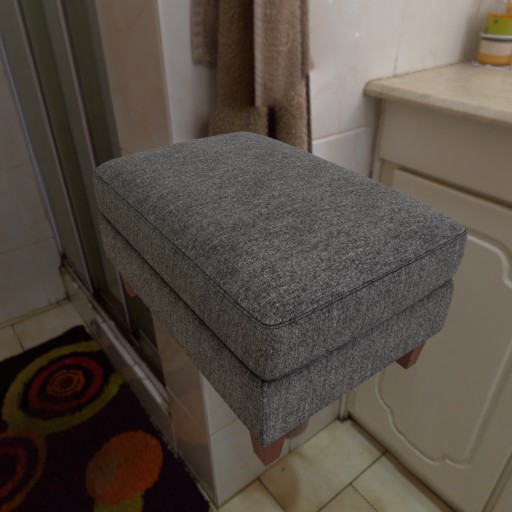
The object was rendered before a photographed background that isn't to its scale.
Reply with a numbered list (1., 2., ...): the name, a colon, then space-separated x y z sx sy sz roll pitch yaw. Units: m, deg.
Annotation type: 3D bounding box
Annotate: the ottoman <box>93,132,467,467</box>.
1. ottoman: 0.000 0.000 1.206 0.584 0.483 0.864 -21 38 -30
